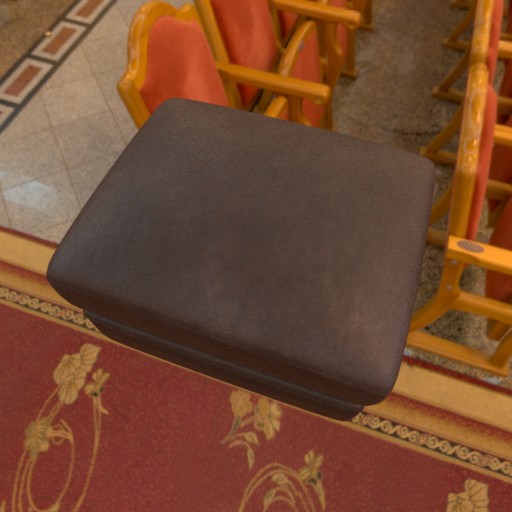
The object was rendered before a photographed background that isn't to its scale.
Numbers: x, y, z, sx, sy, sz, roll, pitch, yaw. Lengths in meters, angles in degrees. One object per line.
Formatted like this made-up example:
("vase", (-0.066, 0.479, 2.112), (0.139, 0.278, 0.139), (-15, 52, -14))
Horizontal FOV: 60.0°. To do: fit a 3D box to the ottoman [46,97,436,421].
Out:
("ottoman", (0.000, 0.000, 1.238), (0.806, 0.569, 0.670), (17, 59, 10))
